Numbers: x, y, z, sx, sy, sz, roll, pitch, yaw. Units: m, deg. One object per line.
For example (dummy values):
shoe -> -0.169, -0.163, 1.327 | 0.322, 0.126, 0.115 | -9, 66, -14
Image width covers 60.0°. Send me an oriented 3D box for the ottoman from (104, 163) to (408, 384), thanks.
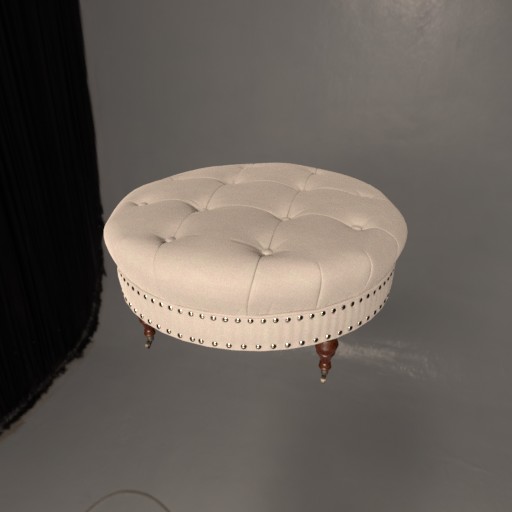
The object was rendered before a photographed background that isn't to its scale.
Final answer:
ottoman -> 0.000, 0.000, 1.423 | 0.901, 0.439, 0.901 | 0, 27, 0
